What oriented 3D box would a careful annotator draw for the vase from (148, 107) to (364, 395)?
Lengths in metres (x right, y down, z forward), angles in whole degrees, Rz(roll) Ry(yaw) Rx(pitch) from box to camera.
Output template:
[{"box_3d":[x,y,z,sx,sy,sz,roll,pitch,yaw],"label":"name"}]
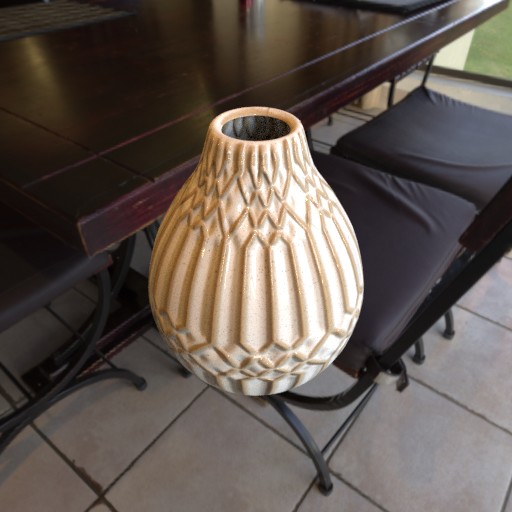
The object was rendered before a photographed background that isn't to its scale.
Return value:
[{"box_3d":[0.000,0.000,0.320,0.159,0.200,0.159,0,40,0],"label":"vase"}]
